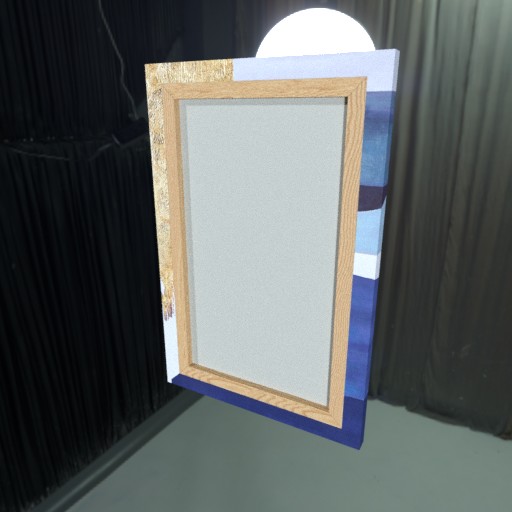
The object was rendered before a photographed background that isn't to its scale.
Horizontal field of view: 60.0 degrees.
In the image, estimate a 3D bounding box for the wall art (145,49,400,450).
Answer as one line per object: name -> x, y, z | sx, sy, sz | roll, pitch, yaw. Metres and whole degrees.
wall art -> 0.000, 0.000, 1.114 | 0.607, 0.911, 0.039 | 10, 21, 27
